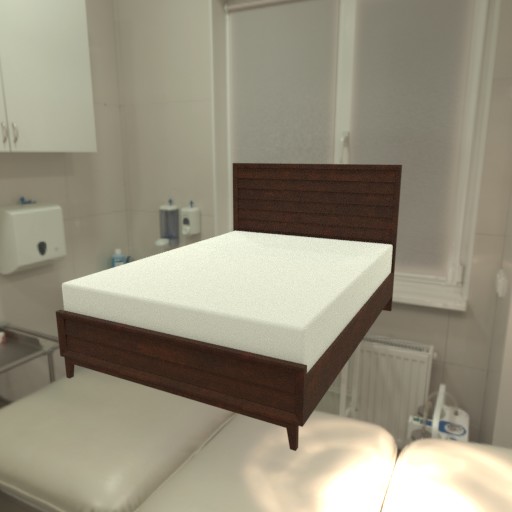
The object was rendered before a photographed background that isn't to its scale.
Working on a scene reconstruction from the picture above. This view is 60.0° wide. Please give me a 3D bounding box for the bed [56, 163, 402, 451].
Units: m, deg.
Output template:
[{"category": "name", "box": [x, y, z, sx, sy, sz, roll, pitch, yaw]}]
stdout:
[{"category": "bed", "box": [0.000, 0.000, 3.221, 1.600, 1.270, 2.184, 7, 15, 26]}]
